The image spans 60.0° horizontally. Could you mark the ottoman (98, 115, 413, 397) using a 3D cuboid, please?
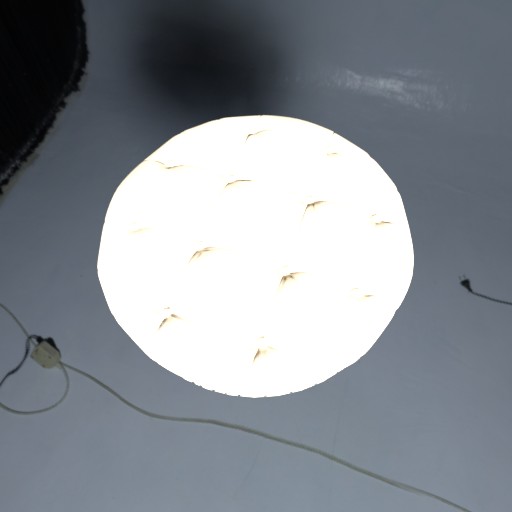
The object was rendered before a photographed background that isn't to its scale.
[{"bbox_3d":[0.000,0.000,1.389,0.901,0.439,0.901,0,59,0],"label":"ottoman"}]
